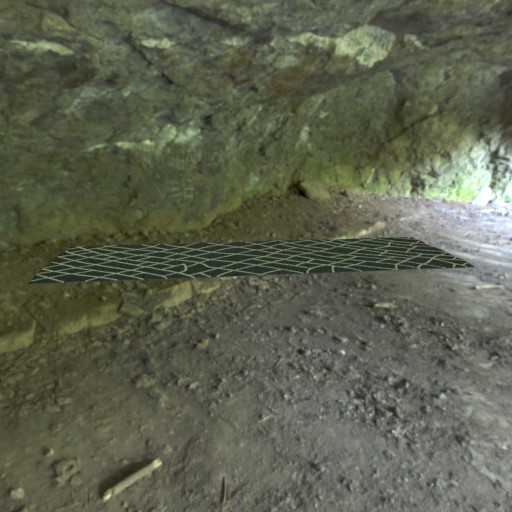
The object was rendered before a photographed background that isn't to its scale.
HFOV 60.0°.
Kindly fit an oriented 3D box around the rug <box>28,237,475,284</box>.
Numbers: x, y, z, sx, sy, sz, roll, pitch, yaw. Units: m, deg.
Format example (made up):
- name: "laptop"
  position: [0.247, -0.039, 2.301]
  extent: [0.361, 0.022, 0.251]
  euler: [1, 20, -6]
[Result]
- name: "rug"
  position: [0.000, 0.000, 2.783]
  extent: [2.476, 0.010, 0.807]
  euler: [-2, 15, -7]
